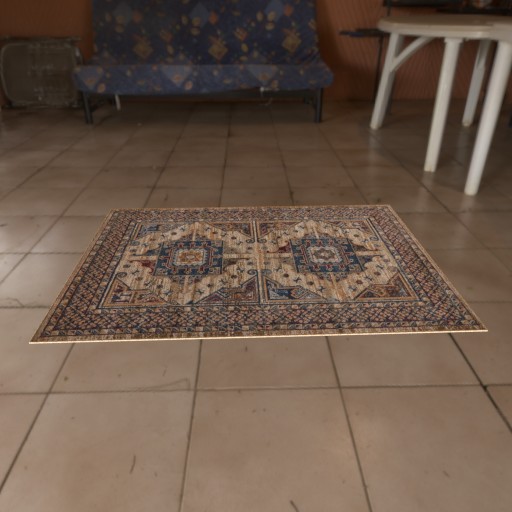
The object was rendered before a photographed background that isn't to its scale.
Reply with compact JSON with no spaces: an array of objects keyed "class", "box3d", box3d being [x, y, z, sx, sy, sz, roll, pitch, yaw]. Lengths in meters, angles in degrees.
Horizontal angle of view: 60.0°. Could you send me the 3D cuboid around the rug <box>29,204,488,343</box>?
[{"class":"rug","box3d":[0.000,0.000,2.848,2.227,0.008,1.611,-1,29,-2]}]
